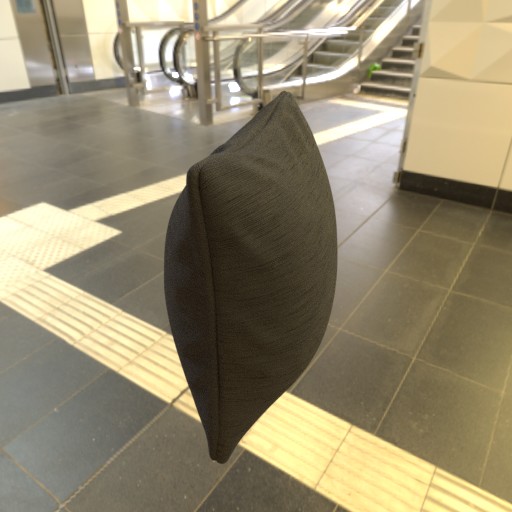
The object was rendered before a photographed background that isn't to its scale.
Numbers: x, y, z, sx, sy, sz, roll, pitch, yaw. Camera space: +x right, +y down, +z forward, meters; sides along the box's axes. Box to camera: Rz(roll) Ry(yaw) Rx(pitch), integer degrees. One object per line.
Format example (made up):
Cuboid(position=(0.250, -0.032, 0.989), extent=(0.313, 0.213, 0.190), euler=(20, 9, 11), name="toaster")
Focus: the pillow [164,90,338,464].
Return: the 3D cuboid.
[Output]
Cuboid(position=(0.000, 0.000, 0.673), extent=(0.246, 0.414, 0.432), euler=(7, 31, 13), name="pillow")
